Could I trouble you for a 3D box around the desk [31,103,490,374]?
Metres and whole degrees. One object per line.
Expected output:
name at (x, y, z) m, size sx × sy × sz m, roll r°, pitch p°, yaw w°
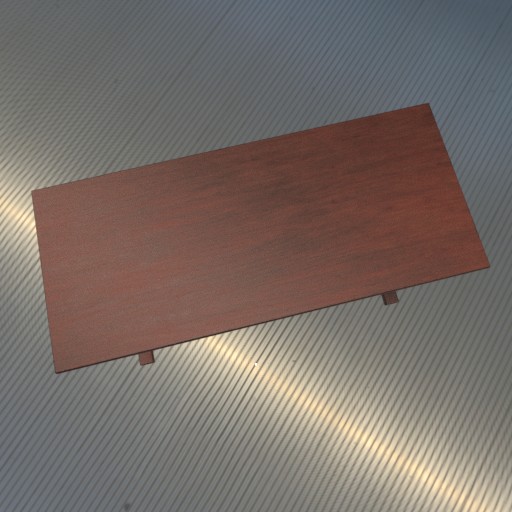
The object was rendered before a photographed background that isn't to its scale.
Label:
desk at (0.000, 0.000, 1.790) m, size 1.372 × 0.761 × 0.600 m, roll -13°, pitch 77°, yaw -3°
